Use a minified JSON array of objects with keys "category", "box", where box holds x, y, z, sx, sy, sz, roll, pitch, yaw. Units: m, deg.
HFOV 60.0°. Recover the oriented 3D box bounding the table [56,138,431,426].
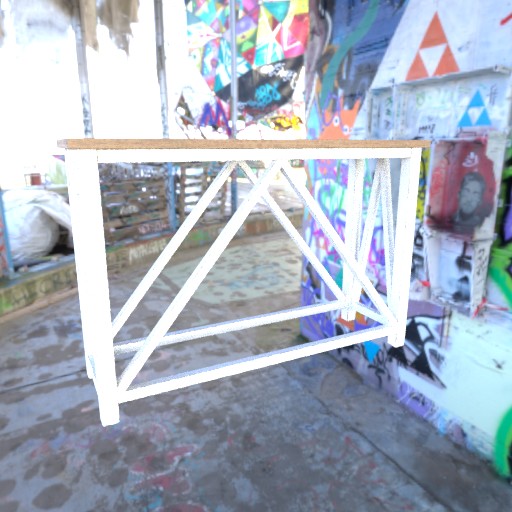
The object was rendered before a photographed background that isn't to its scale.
[{"category":"table","box":[0.000,0.000,1.835,1.400,0.930,0.450,-7,16,-26]}]
